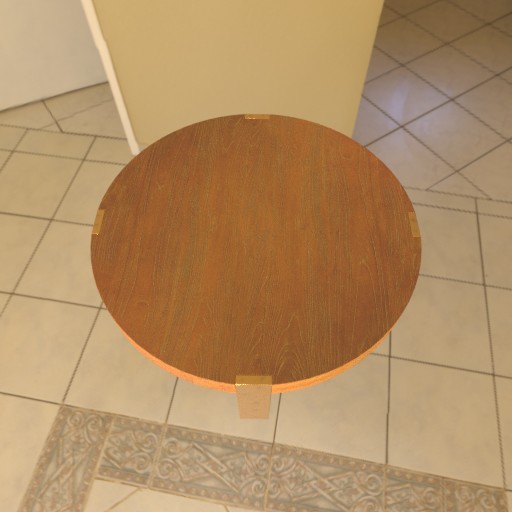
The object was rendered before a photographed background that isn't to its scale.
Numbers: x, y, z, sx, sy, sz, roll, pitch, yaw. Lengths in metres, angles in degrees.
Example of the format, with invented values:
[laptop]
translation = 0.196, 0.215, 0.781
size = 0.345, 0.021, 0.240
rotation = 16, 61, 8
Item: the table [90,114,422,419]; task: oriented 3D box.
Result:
[table]
translation = 0.000, 0.000, 1.683
size = 1.100, 0.420, 1.100
rotation = 0, 58, 0
